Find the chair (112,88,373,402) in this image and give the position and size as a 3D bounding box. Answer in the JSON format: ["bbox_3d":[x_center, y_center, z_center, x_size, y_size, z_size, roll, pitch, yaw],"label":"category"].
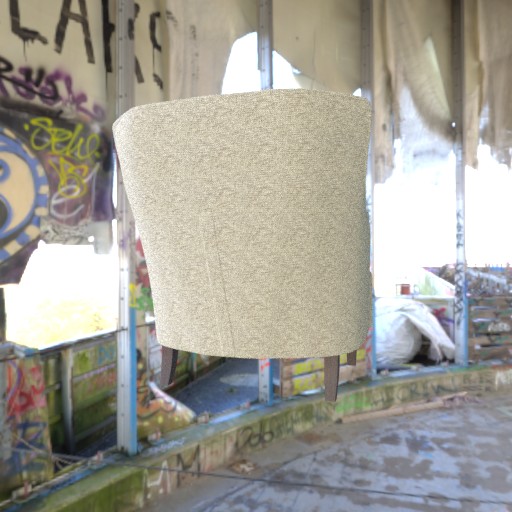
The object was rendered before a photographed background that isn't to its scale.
[{"bbox_3d":[0.000,0.000,1.655,0.820,0.920,0.910,0,0,17],"label":"chair"}]
